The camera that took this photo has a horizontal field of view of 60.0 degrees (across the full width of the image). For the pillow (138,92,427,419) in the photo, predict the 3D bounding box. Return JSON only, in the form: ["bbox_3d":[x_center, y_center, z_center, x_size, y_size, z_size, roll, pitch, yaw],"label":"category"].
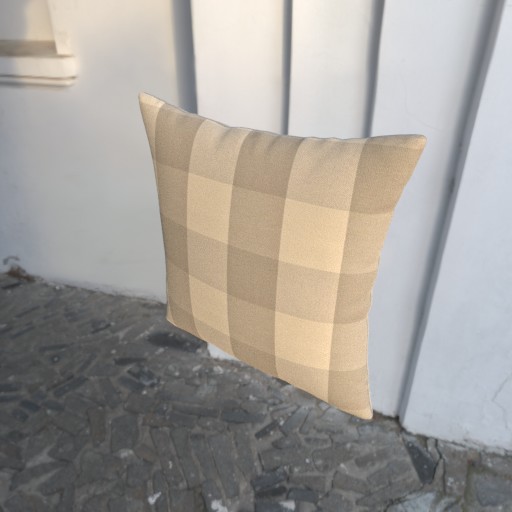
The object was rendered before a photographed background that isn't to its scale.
[{"bbox_3d":[0.000,0.000,0.794,0.511,0.509,0.161,20,35,30],"label":"pillow"}]
